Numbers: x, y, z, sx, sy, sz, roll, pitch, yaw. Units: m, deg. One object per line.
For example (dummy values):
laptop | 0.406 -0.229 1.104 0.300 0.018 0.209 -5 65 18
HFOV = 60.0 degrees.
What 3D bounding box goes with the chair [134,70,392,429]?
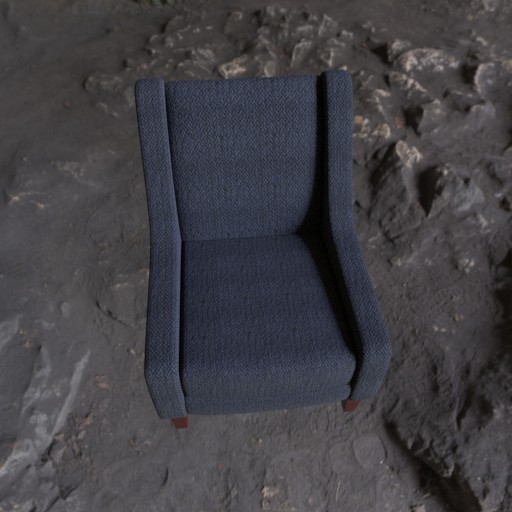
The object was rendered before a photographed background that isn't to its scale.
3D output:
chair | 0.000 0.000 1.671 0.793 1.012 0.944 -4 46 -4
